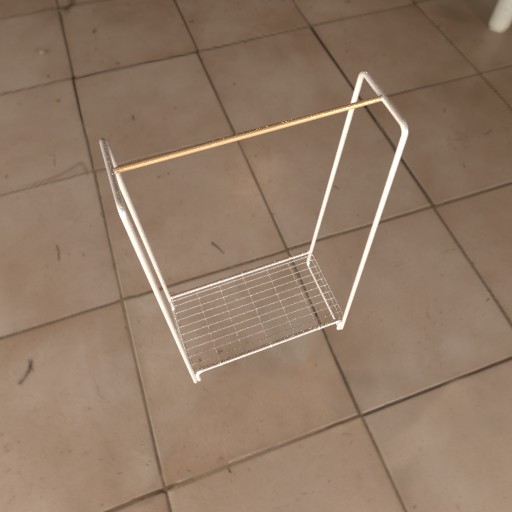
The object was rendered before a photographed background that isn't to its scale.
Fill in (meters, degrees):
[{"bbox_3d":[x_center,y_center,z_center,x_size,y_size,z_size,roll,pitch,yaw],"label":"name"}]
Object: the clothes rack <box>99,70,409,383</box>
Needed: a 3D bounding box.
[{"bbox_3d":[0.000,0.000,1.982,0.900,1.500,0.495,-18,62,-10],"label":"clothes rack"}]
